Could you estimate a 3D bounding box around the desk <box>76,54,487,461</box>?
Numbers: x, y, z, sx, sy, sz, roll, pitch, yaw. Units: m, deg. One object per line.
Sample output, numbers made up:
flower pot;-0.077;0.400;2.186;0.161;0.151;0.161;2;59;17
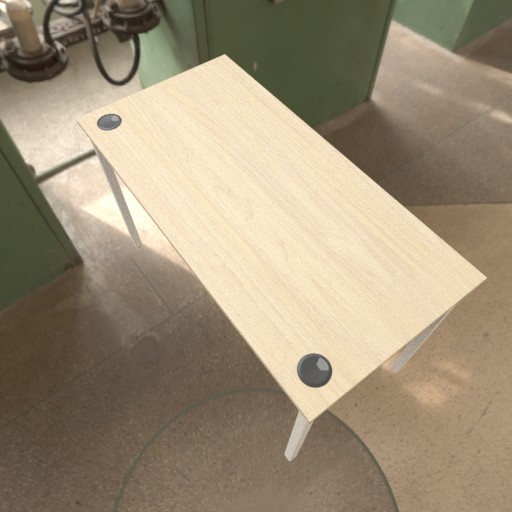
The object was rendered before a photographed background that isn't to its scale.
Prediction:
desk;0.000;0.000;1.622;0.600;0.750;1.200;-32;63;-19
